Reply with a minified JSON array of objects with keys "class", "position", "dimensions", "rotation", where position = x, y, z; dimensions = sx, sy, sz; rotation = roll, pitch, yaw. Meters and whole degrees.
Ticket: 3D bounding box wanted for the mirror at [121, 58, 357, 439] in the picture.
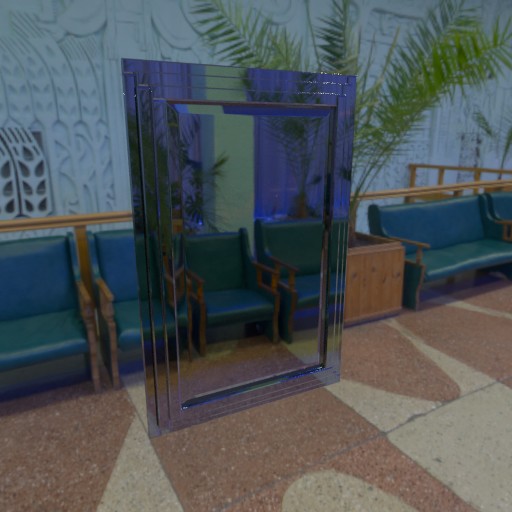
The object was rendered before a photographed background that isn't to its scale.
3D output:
[{"class":"mirror","position":[0.000,0.000,1.157],"dimensions":[0.613,0.914,0.039],"rotation":[-8,17,-26]}]
